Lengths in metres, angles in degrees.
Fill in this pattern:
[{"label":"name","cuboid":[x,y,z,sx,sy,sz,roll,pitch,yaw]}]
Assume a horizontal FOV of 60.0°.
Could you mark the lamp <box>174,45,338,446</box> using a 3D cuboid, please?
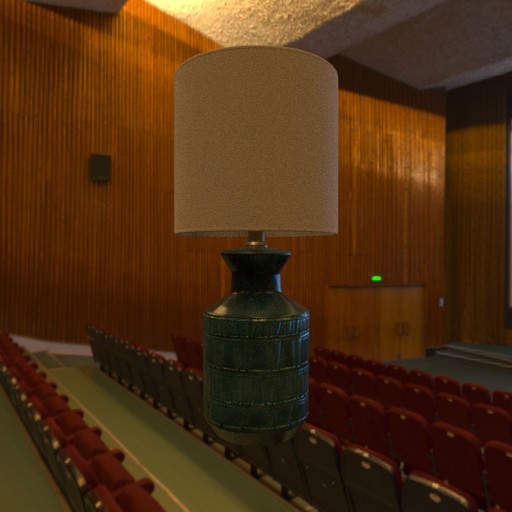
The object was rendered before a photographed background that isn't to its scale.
[{"label":"lamp","cuboid":[0.000,0.000,0.582,0.211,0.455,0.211,0,1,-37]}]
